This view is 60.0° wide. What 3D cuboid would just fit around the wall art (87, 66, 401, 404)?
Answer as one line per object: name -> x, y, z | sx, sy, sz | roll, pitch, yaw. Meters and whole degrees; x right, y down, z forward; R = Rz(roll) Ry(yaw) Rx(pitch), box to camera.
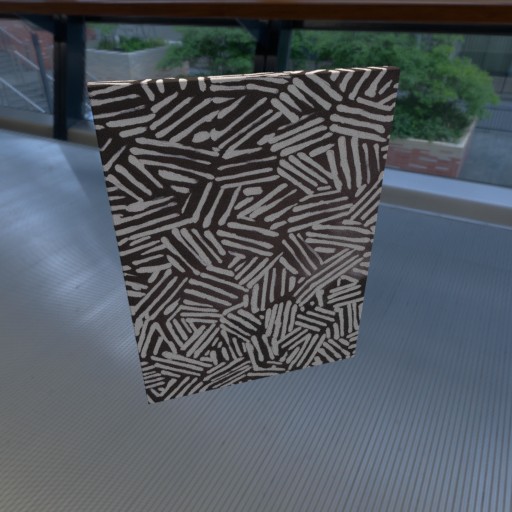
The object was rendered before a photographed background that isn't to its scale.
wall art -> 0.000, 0.000, 1.323 | 0.765, 1.017, 0.038 | -9, 33, -14
